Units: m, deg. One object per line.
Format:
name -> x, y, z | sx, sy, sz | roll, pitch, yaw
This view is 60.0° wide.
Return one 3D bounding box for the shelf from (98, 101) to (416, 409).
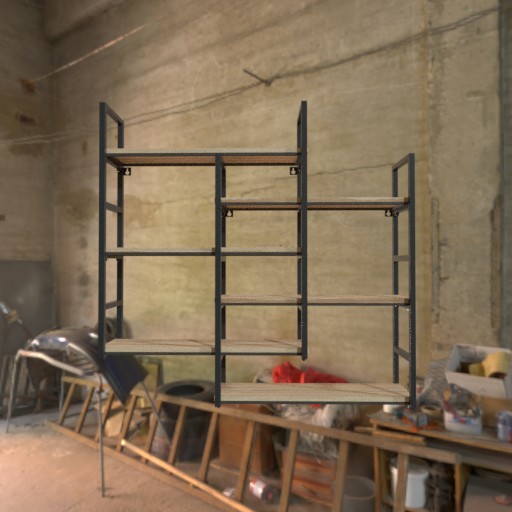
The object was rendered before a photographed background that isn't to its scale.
shelf -> 0.000, 0.000, 1.405 | 0.946, 0.921, 0.183 | 0, -1, 1
